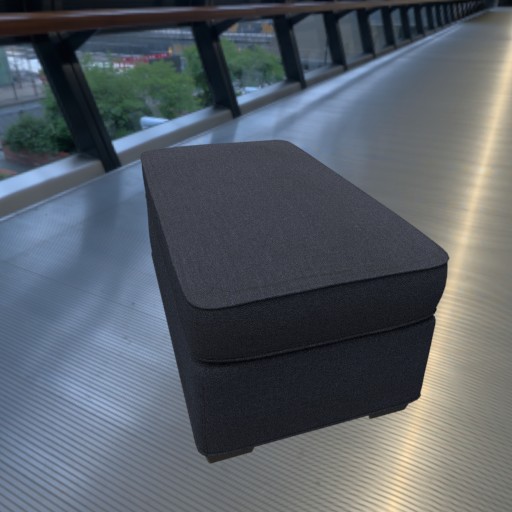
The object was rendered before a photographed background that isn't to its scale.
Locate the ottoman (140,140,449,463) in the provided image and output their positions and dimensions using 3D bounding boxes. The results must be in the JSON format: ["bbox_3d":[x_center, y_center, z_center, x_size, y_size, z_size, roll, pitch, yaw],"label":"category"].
[{"bbox_3d":[0.000,0.000,1.185,0.505,0.453,0.895,-9,31,-15],"label":"ottoman"}]
